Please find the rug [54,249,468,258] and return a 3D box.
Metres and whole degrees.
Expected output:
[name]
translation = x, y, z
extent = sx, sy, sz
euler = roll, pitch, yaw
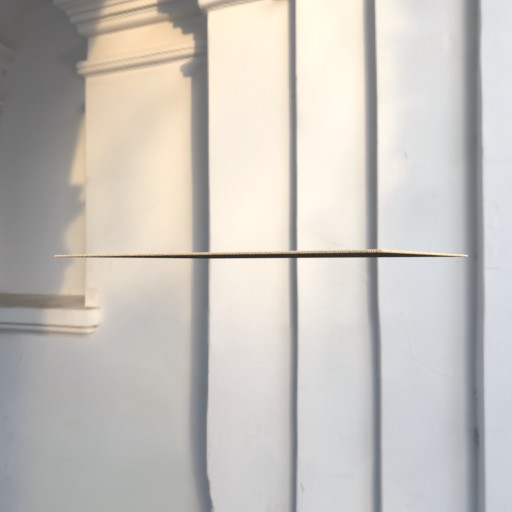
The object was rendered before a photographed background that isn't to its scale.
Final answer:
[rug]
translation = 0.000, 0.000, 2.342
extent = 1.829, 0.010, 1.219
euler = -1, -1, 36
